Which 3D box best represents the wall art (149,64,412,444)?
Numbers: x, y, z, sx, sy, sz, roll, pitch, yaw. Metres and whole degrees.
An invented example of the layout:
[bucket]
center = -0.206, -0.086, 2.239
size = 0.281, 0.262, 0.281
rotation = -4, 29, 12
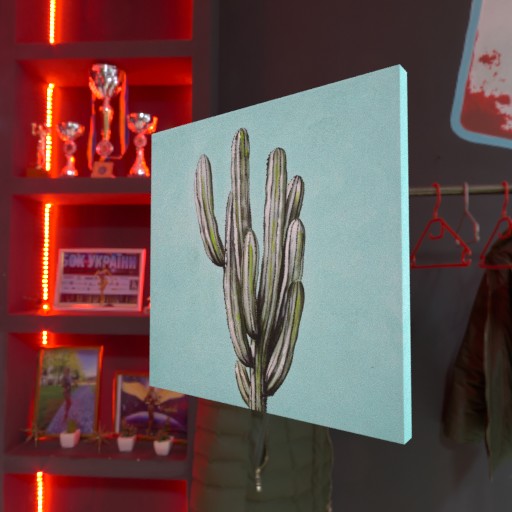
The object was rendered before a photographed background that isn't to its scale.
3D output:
[wall art]
center = 0.000, 0.000, 0.895
size = 0.603, 0.603, 0.036
rotation = -2, -3, 37
